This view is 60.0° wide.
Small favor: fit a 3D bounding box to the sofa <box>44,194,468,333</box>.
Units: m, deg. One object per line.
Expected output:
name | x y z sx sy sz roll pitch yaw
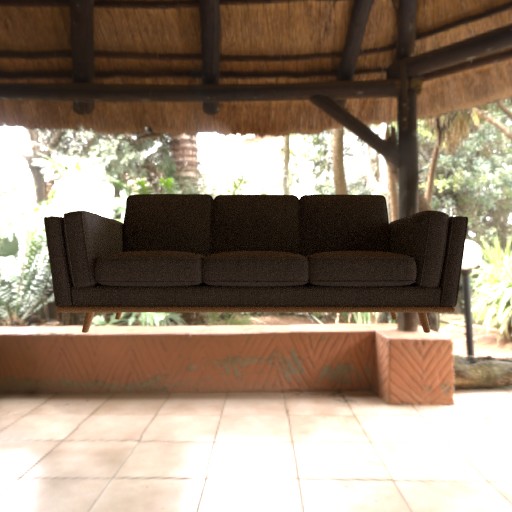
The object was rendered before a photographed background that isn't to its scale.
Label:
sofa | 0.000 0.000 2.878 2.362 0.899 0.903 0 -1 0
